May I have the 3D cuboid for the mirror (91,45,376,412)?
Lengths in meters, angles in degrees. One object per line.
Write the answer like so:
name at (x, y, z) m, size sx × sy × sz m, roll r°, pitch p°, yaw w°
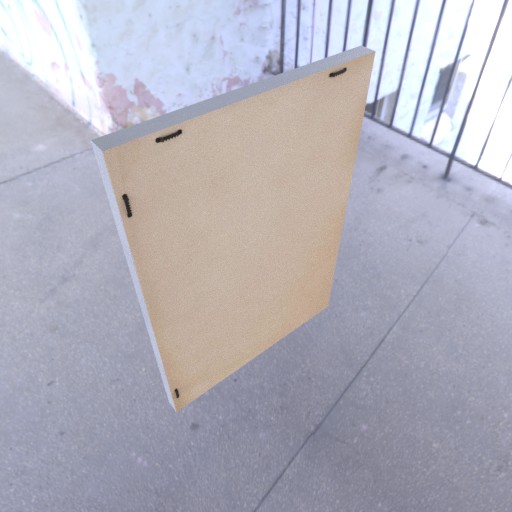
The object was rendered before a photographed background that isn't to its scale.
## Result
mirror at (0.000, 0.000, 0.916) m, size 0.507 × 0.710 × 0.039 m, roll -30°, pitch 52°, yaw -26°
